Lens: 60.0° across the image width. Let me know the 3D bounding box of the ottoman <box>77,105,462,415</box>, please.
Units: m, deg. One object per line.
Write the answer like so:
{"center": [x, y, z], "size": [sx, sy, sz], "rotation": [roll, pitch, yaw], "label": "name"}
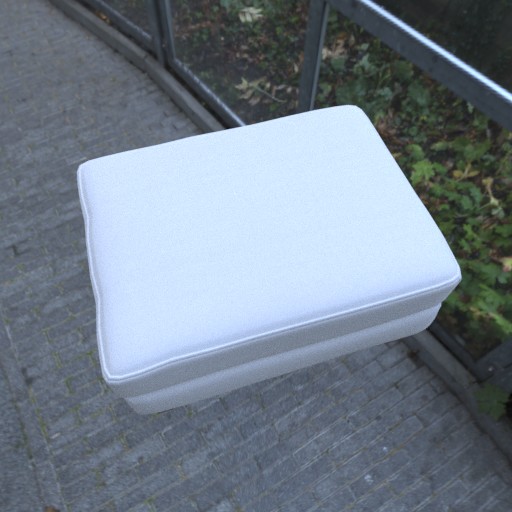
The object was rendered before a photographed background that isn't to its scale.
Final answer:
{"center": [0.000, 0.000, 1.226], "size": [0.818, 0.479, 0.634], "rotation": [-15, 60, -9], "label": "ottoman"}
